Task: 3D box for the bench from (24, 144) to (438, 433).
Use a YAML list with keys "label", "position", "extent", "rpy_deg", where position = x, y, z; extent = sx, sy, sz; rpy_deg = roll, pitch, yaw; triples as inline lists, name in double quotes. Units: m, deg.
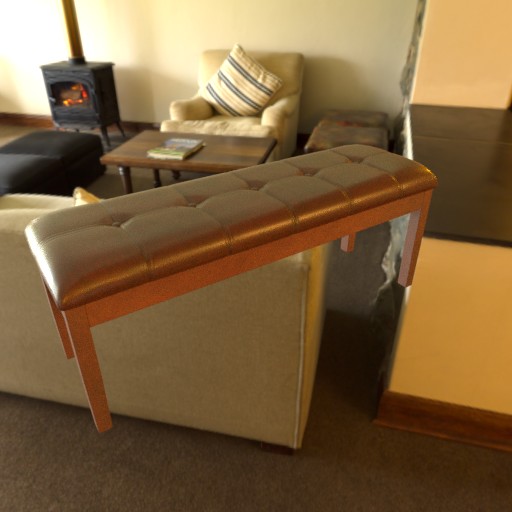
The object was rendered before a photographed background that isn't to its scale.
- label: "bench"
  position: [0.000, 0.000, 1.451]
  extent: [1.259, 0.491, 0.401]
  rpy_deg: [-19, 36, -29]
